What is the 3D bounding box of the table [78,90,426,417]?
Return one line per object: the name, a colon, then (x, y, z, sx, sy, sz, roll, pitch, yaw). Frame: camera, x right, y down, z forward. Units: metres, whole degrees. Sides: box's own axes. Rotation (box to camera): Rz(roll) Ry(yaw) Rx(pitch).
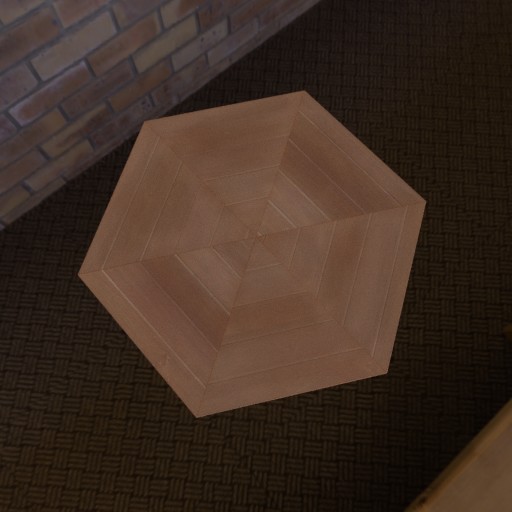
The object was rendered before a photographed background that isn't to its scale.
table: (0.000, 0.000, 1.654, 1.000, 0.456, 1.154, 17, 75, 5)
